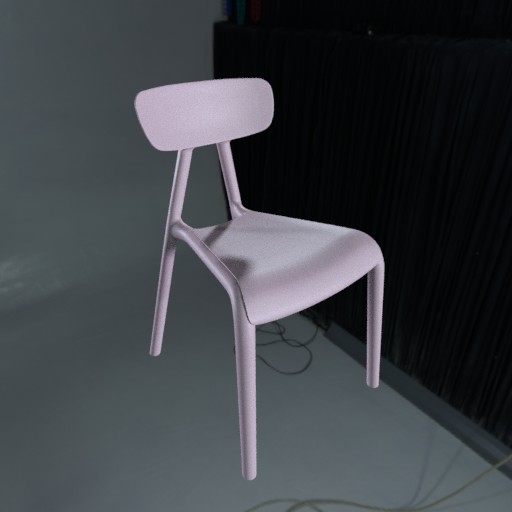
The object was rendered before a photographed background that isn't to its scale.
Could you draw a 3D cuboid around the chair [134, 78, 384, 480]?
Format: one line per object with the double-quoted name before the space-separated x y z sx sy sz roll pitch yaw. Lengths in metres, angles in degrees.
"chair" 0.000 0.000 0.837 0.356 0.580 0.401 -22 36 -33
